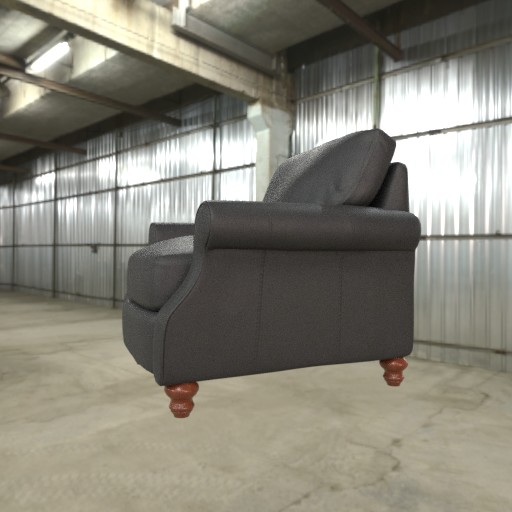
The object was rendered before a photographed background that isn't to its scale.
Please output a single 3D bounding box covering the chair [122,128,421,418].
[{"bbox_3d":[0.000,0.000,1.812,1.027,0.960,1.015,0,0,-19],"label":"chair"}]
